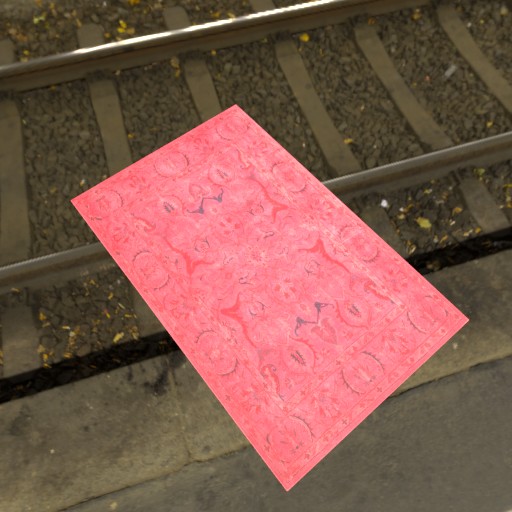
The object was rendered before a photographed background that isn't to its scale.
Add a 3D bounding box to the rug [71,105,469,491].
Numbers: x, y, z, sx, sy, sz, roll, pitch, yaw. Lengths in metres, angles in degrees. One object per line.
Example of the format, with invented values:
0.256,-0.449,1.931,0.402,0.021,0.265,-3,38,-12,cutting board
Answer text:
0.000,0.000,3.035,1.534,0.010,2.423,-36,68,-17,rug
